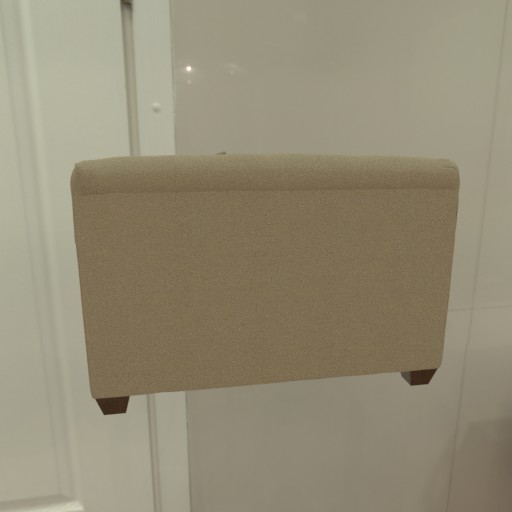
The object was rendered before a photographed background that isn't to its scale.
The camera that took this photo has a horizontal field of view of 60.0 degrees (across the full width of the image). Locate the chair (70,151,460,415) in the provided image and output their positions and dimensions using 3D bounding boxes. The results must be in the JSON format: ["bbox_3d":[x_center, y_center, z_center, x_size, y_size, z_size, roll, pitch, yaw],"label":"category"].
[{"bbox_3d":[0.000,0.000,2.060,1.383,0.948,1.000,-2,14,-10],"label":"chair"}]
